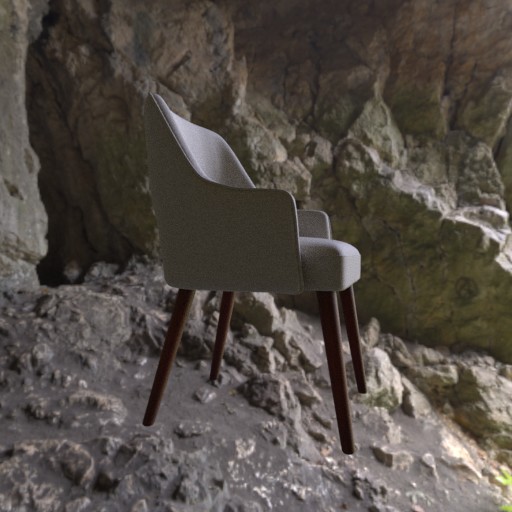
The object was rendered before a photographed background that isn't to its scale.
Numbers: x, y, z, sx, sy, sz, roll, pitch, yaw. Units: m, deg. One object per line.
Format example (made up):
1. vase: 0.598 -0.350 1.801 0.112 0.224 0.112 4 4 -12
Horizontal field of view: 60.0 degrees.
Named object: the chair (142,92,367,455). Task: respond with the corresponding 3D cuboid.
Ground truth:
1. chair: 0.000 0.000 1.236 0.580 0.840 0.560 0 0 18
